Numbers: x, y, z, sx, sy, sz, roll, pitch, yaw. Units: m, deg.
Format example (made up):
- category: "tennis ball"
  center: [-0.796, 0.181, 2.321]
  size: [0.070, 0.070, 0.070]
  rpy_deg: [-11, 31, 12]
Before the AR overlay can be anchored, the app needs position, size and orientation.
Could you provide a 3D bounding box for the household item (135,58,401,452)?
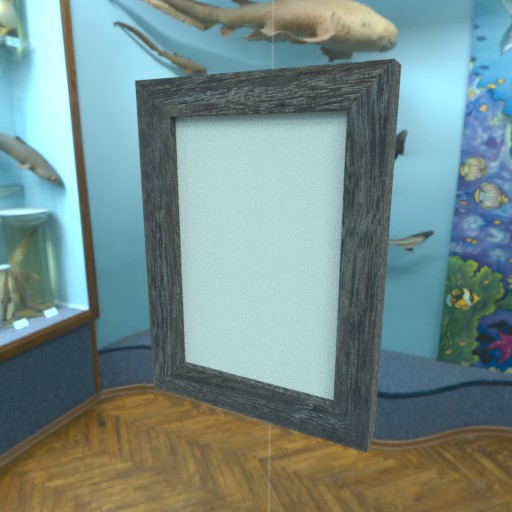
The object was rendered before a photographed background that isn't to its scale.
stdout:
- category: "household item"
  center: [0.000, 0.000, 0.234]
  size: [0.133, 0.180, 0.020]
  rpy_deg: [7, 16, 26]
